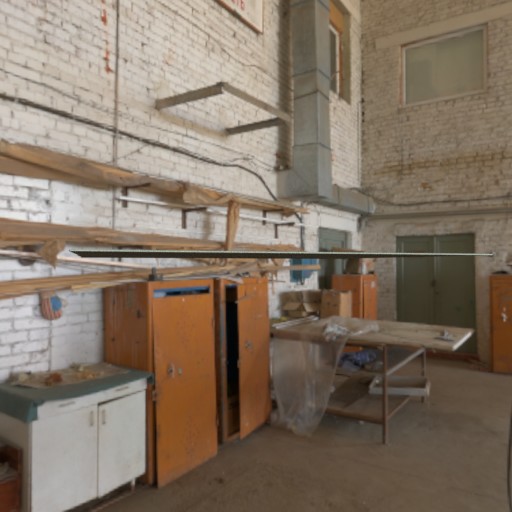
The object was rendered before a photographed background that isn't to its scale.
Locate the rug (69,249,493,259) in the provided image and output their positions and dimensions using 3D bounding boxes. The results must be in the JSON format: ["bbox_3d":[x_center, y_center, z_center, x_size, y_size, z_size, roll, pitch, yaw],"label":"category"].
[{"bbox_3d":[0.000,0.000,3.971,2.980,0.012,2.363,0,-1,-20],"label":"rug"}]
